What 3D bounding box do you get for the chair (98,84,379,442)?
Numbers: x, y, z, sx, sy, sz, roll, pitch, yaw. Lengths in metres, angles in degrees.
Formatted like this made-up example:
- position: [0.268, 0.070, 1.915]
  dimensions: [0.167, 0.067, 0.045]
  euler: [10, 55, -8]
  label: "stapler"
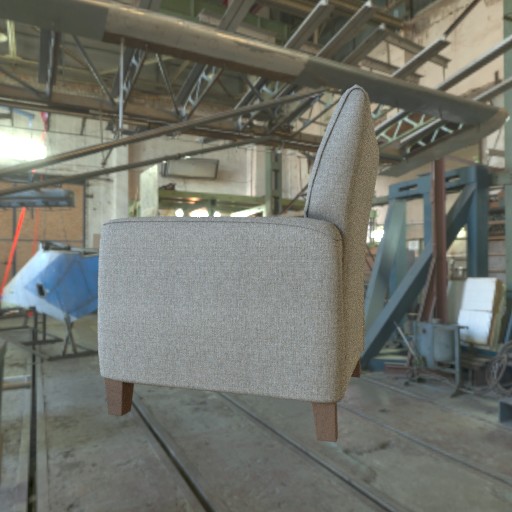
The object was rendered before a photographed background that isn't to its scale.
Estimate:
- position: [0.000, 0.000, 1.651]
  dimensions: [0.864, 1.014, 0.848]
  euler: [0, -1, 18]
  label: "chair"
